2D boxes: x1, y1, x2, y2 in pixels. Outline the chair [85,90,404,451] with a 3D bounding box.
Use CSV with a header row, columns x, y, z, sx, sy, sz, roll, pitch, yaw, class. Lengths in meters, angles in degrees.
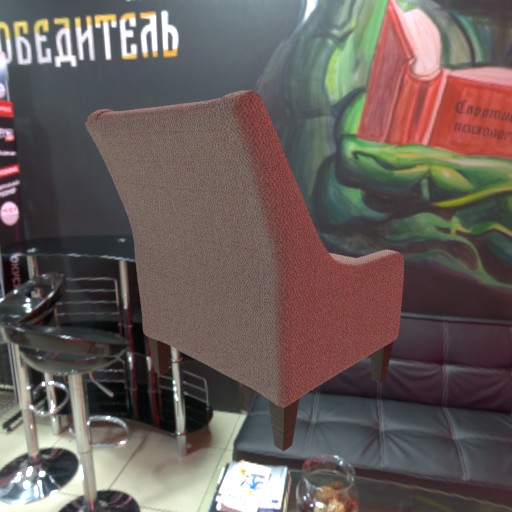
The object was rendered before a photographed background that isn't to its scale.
x,y,z,sx,sy,sz,roll,pitch,yaw,class
0.000,0.000,1.618,0.774,1.014,0.870,13,19,43,chair
